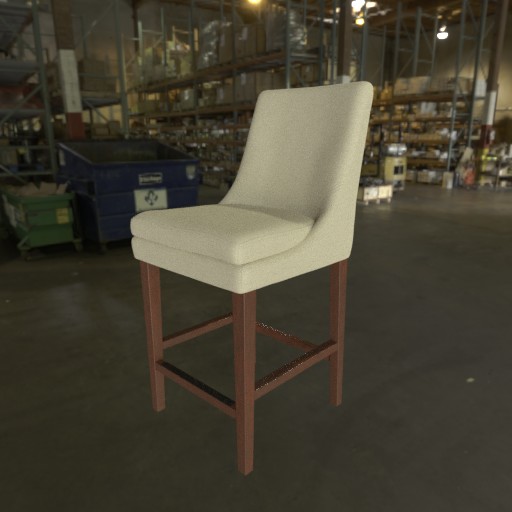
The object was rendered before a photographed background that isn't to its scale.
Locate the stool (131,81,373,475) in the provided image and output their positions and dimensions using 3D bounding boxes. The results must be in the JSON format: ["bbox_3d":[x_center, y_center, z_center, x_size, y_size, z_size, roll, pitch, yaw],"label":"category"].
[{"bbox_3d":[0.000,0.000,1.316,0.470,0.981,0.577,14,21,42],"label":"stool"}]
